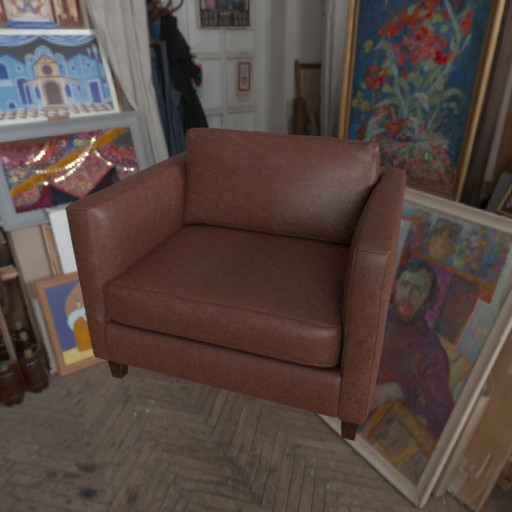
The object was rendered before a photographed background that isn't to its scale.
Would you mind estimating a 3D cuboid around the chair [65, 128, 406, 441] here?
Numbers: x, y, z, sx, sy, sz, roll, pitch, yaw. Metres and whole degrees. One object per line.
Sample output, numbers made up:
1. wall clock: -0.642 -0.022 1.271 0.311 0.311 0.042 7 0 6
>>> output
1. chair: 0.000 0.000 1.850 1.107 0.917 0.959 9 27 17
